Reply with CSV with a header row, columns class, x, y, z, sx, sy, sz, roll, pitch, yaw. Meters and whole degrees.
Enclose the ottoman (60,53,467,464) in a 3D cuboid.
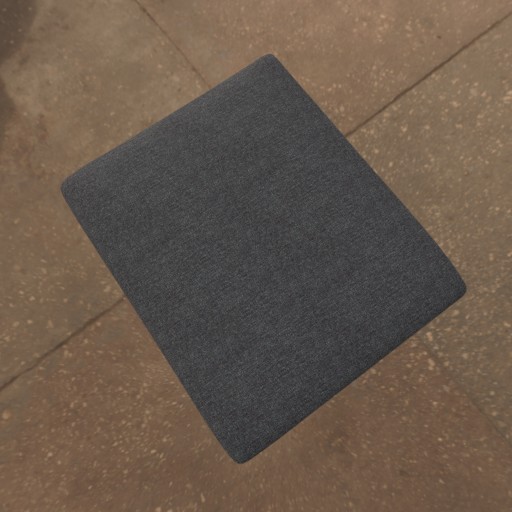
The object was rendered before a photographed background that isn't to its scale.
class,x,y,z,sx,sy,sz,roll,pitch,yaw
ottoman,0.000,0.000,1.288,0.695,0.533,0.831,-35,78,-9
